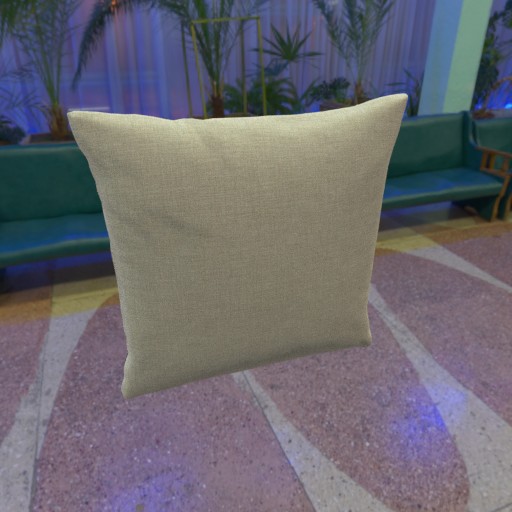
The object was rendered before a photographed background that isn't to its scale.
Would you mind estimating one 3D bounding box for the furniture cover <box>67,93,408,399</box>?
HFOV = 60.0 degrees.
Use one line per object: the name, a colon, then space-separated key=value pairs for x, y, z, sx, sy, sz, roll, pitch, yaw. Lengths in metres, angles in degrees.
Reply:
furniture cover: x=0.000 y=0.000 z=0.761 sx=0.517 sy=0.508 sz=0.158 roll=-9 pitch=28 yaw=-16
